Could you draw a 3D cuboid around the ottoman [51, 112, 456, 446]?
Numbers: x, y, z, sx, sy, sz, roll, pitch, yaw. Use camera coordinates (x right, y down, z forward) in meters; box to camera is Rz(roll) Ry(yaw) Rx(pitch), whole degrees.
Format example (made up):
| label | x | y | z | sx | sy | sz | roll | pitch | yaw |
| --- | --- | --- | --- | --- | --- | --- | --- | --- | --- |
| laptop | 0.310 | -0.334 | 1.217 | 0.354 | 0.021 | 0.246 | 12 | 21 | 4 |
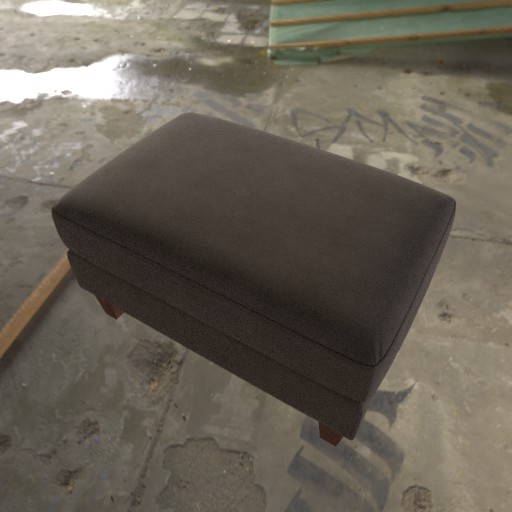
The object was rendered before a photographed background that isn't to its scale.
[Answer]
| label | x | y | z | sx | sy | sz | roll | pitch | yaw |
| --- | --- | --- | --- | --- | --- | --- | --- | --- | --- |
| ottoman | 0.000 | 0.000 | 1.202 | 0.864 | 0.483 | 0.584 | 24 | 51 | 21 |
